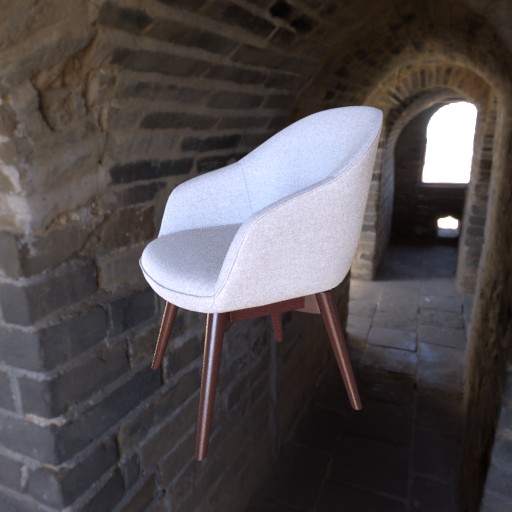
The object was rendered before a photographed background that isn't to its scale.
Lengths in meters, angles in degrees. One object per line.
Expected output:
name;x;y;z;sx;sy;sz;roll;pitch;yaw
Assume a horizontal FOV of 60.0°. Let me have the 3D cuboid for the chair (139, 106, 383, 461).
chair;0.000;0.000;1.264;0.635;0.823;0.596;-7;17;-24
